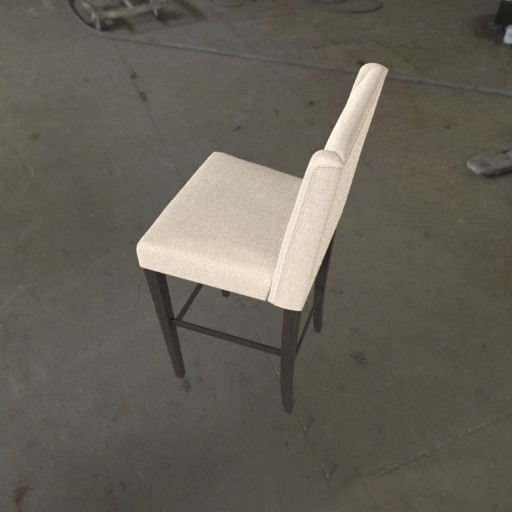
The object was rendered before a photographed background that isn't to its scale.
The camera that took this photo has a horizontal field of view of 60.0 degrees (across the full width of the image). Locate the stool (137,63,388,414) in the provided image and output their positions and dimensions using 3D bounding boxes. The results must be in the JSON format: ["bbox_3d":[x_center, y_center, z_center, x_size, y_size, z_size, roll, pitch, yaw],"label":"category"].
[{"bbox_3d":[0.000,0.000,1.378,0.509,1.116,0.474,16,49,15],"label":"stool"}]
